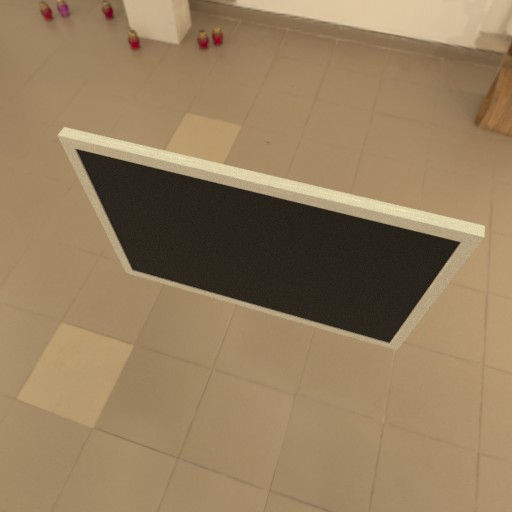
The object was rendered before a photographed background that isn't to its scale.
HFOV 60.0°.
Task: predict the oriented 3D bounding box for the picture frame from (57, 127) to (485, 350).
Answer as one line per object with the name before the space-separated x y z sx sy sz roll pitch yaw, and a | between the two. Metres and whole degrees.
picture frame | 0.000 0.000 1.225 0.950 0.640 0.029 15 59 9
